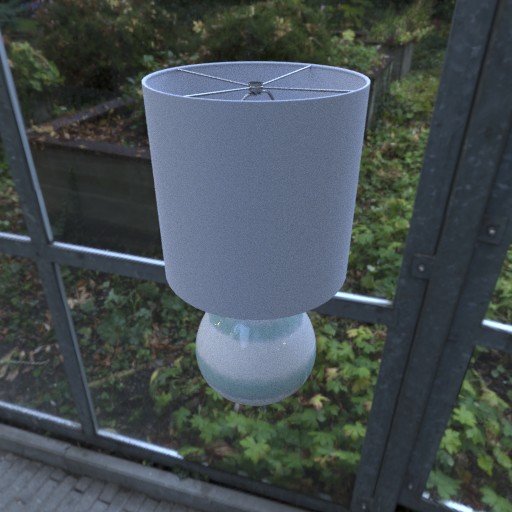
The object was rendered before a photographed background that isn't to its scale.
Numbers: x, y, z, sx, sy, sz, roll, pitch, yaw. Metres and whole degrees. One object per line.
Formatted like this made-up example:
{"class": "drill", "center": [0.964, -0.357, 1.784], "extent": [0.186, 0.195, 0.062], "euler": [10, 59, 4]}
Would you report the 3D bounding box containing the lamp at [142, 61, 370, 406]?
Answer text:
{"class": "lamp", "center": [0.000, 0.000, 0.533], "extent": [0.217, 0.404, 0.217], "euler": [20, 37, 30]}
